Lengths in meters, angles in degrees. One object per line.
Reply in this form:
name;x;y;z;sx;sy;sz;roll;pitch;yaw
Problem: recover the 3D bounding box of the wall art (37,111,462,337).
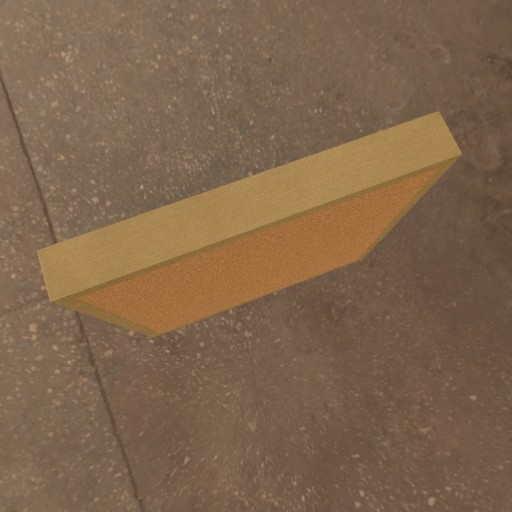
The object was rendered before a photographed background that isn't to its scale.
wall art;0.000;0.000;0.458;0.305;0.305;0.038;-20;76;-5
